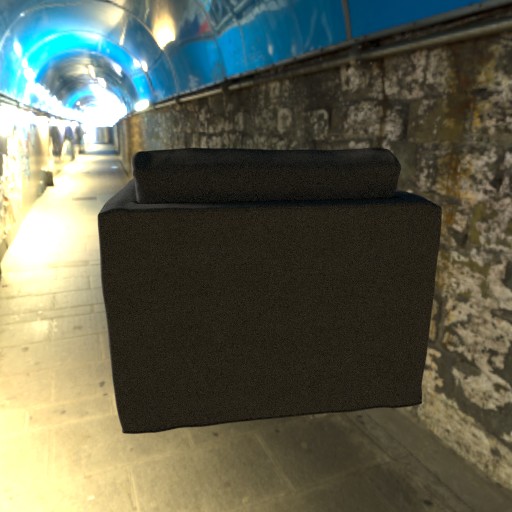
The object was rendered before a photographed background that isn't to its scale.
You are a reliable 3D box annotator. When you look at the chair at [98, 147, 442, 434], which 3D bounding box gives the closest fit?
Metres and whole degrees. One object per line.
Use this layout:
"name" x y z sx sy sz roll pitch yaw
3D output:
"chair" 0.000 0.000 1.779 1.057 0.863 0.949 -2 16 -9
